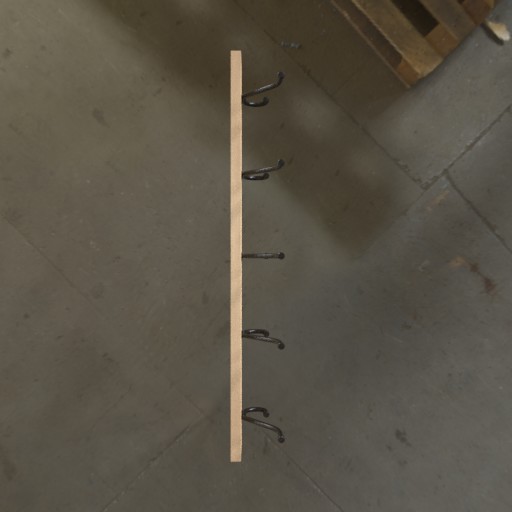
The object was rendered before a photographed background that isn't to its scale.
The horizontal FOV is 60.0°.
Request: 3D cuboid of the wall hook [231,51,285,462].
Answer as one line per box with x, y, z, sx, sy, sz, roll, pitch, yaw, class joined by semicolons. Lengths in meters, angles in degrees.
0.000;0.000;0.619;0.071;0.117;0.571;0;90;-1;wall hook
